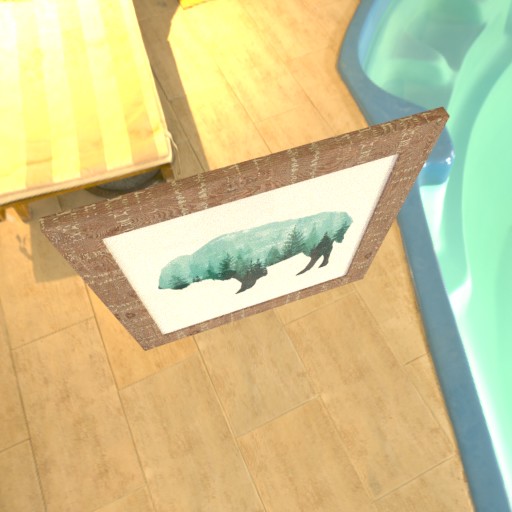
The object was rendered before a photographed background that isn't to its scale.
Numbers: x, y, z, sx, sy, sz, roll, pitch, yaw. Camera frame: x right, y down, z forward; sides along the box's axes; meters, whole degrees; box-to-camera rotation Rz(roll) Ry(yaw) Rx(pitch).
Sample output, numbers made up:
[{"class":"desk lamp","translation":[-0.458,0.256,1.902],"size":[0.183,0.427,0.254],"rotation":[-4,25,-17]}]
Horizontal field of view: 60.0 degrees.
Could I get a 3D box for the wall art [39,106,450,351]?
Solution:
[{"class":"wall art","translation":[0.000,0.000,0.565],"size":[0.380,0.380,0.022],"rotation":[-17,65,-8]}]
